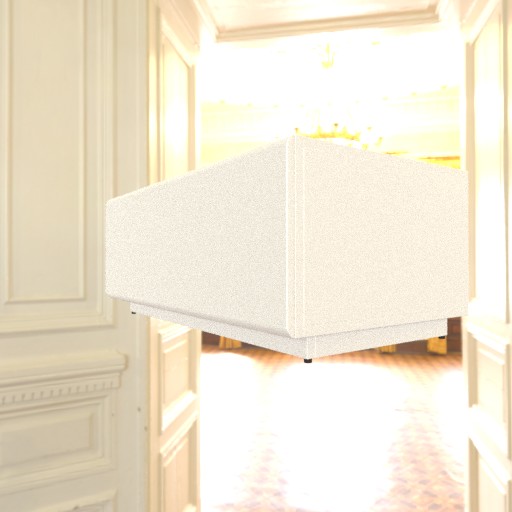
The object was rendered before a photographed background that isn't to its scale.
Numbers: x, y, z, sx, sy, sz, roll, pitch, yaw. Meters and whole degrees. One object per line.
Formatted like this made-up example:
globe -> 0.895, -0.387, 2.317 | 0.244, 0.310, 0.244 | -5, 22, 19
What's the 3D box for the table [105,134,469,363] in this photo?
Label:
table -> 0.000, 0.000, 1.439 | 0.639, 0.442, 1.097 | 0, -1, -35
